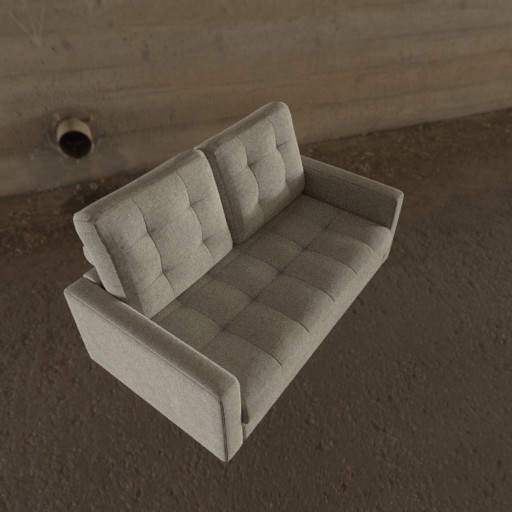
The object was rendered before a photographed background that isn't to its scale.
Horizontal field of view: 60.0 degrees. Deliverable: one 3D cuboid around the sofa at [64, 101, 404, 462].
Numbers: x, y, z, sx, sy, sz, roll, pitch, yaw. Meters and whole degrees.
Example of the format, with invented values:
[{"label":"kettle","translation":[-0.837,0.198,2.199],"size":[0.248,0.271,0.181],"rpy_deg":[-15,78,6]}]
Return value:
[{"label":"sofa","translation":[0.000,0.000,1.985],"size":[0.842,0.907,1.407],"rpy_deg":[26,48,26]}]
